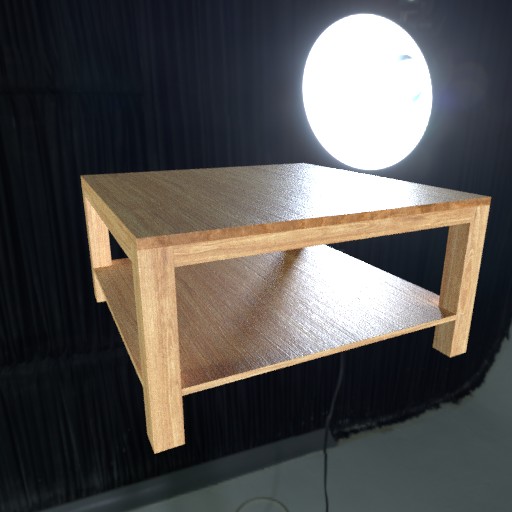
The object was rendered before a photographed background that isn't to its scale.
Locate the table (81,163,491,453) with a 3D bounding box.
[{"bbox_3d":[0.000,0.000,1.398,0.900,0.450,0.900,-9,20,-25],"label":"table"}]
